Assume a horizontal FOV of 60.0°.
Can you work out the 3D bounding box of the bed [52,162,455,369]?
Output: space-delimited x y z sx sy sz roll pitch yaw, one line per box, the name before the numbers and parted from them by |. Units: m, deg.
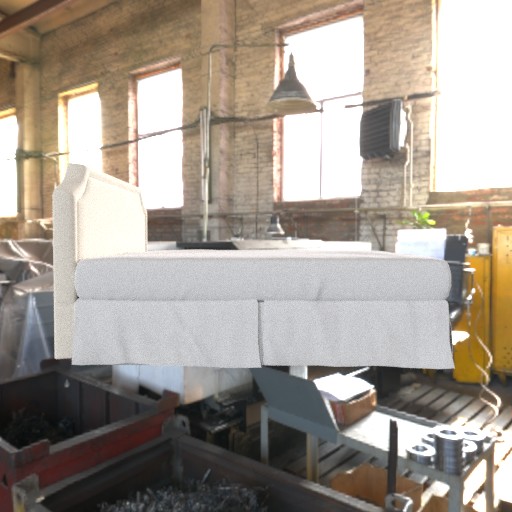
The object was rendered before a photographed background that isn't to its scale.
bed | 0.000 0.000 3.612 2.498 1.293 1.977 0 2 1
